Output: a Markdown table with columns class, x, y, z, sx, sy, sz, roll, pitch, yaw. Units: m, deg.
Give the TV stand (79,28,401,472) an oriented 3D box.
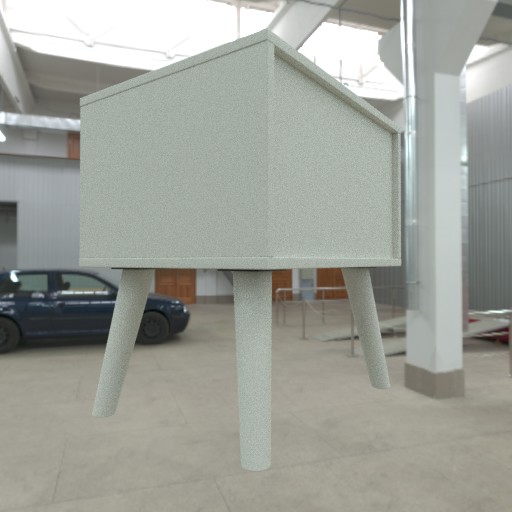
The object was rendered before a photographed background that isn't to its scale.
| class | x | y | z | sx | sy | sz | roll | pitch | yaw |
| --- | --- | --- | --- | --- | --- | --- | --- | --- | --- |
| TV stand | 0.000 | 0.000 | 0.870 | 0.405 | 0.559 | 0.508 | 0 | -1 | 36 |
